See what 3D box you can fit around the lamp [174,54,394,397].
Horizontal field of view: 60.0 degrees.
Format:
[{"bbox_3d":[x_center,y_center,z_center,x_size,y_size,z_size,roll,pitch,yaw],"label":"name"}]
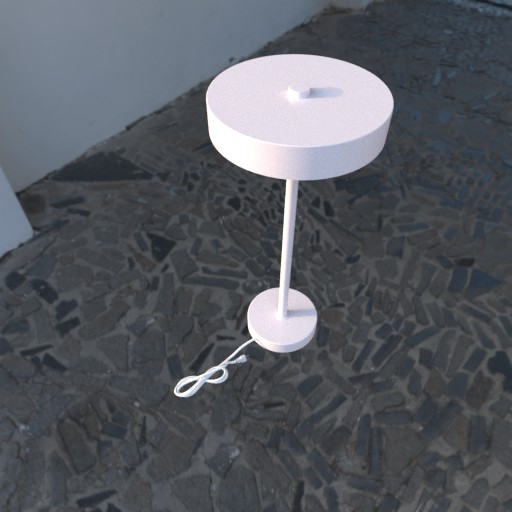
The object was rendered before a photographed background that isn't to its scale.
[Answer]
[{"bbox_3d":[0.000,0.000,0.695,0.369,0.508,0.229,-33,55,-26],"label":"lamp"}]
